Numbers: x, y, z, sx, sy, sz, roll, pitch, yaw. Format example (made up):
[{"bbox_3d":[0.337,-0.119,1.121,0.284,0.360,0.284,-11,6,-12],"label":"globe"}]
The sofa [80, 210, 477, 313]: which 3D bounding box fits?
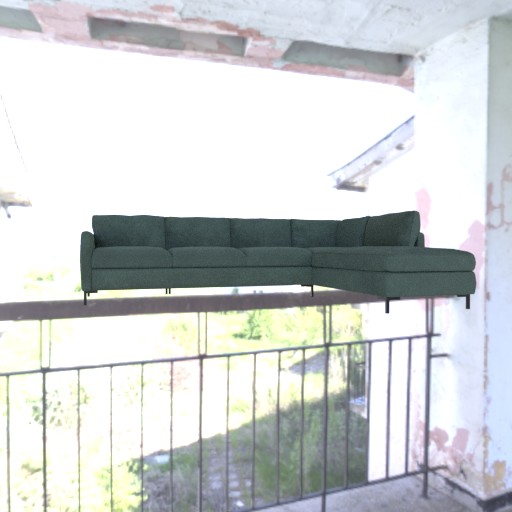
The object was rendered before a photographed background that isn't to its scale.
[{"bbox_3d":[0.000,0.000,3.290,2.486,0.687,1.707,0,1,-19],"label":"sofa"}]
